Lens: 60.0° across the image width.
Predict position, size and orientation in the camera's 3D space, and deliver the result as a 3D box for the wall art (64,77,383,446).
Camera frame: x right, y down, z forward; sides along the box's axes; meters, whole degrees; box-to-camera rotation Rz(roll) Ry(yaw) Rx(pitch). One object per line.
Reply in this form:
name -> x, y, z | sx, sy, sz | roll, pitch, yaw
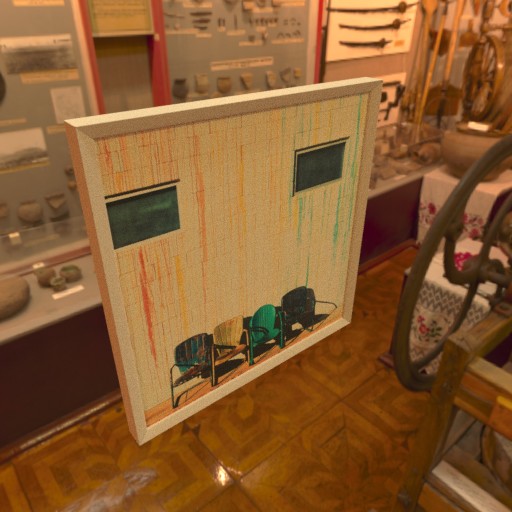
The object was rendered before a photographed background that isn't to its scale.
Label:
wall art -> 0.000, 0.000, 0.735 | 0.508, 0.508, 0.037 | -22, 36, -33
